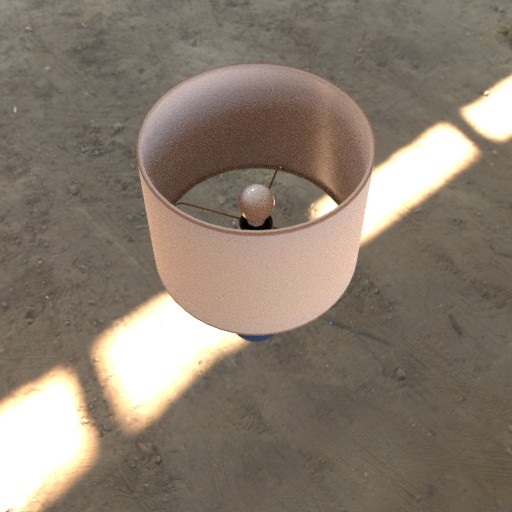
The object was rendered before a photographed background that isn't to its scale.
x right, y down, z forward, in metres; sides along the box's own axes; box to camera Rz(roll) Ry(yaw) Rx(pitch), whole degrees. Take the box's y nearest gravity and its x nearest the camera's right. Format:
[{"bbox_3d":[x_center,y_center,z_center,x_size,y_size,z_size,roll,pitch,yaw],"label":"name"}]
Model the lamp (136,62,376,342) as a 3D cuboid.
[{"bbox_3d":[0.000,0.000,0.853,0.367,0.609,0.367,0,58,0],"label":"lamp"}]
